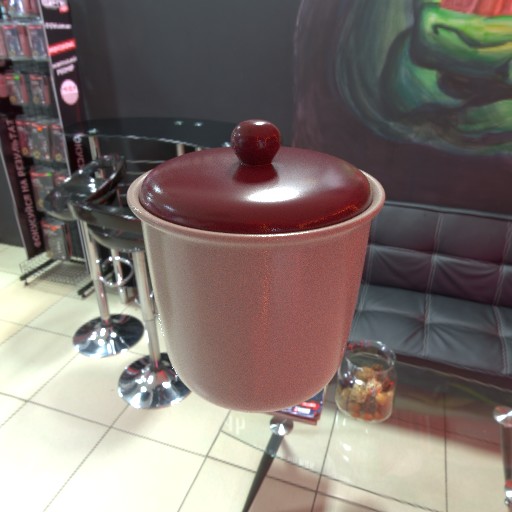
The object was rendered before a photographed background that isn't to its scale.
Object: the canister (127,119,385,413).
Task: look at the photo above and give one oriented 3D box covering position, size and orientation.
[{"bbox_3d":[0.000,0.000,0.348,0.182,0.208,0.182,0,28,0],"label":"canister"}]
